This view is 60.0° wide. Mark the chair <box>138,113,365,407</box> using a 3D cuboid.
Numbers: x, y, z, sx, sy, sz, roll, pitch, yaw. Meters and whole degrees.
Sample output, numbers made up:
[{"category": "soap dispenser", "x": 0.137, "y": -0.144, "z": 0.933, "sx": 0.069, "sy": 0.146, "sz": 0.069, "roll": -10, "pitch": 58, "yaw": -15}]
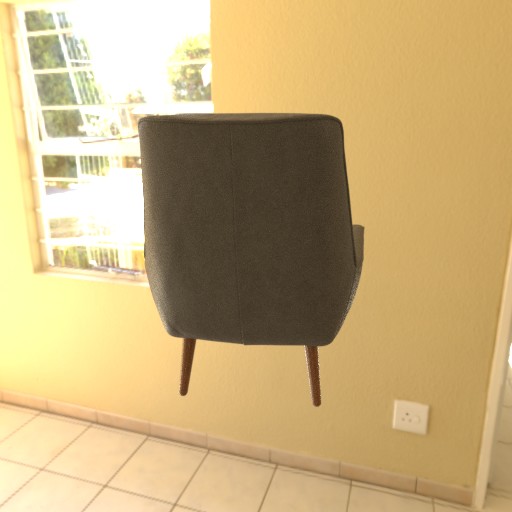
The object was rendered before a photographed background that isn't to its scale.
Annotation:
[{"category": "chair", "x": 0.000, "y": 0.000, "z": 1.509, "sx": 0.787, "sy": 0.888, "sz": 0.822, "roll": 2, "pitch": 15, "yaw": 8}]
